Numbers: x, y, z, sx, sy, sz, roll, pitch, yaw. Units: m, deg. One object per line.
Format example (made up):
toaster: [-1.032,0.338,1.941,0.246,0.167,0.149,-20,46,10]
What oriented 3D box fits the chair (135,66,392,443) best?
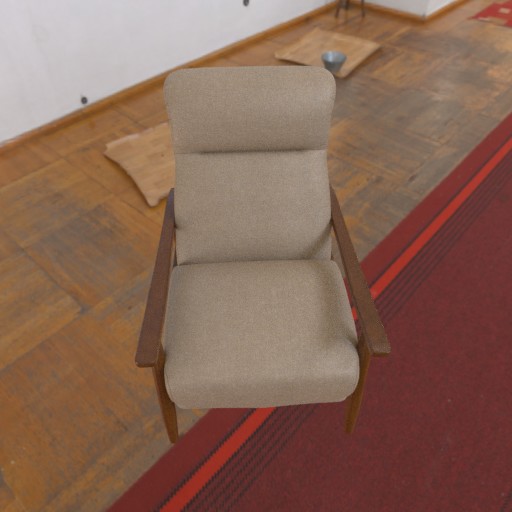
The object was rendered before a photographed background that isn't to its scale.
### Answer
chair: [0.000,0.000,1.725,0.762,1.082,1.030,-2,45,-2]
